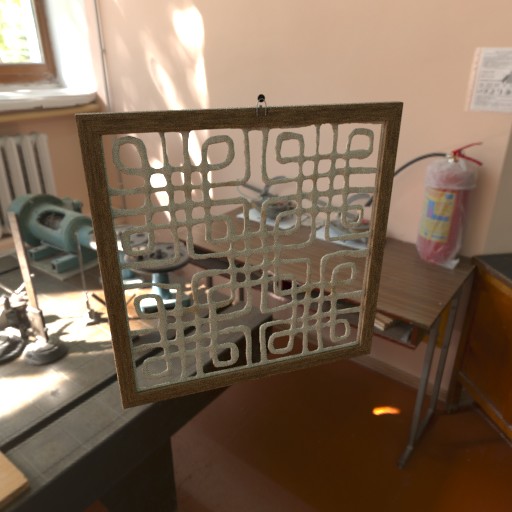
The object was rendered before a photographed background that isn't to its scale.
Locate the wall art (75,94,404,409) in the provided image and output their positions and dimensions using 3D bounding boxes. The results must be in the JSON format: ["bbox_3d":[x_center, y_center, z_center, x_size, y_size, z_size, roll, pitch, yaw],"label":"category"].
[{"bbox_3d":[0.000,0.000,0.844,0.561,0.582,0.021,-8,26,-17],"label":"wall art"}]
